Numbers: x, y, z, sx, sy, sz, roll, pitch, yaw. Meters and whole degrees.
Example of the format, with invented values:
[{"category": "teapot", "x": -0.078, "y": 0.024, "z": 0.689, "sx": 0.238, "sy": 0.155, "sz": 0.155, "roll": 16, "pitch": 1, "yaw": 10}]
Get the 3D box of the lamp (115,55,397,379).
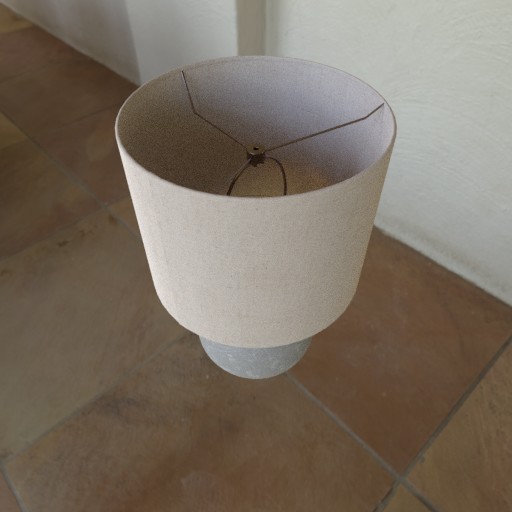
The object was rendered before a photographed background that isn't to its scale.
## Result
[{"category": "lamp", "x": 0.000, "y": 0.000, "z": 0.580, "sx": 0.269, "sy": 0.409, "sz": 0.269, "roll": -31, "pitch": 54, "yaw": -26}]
